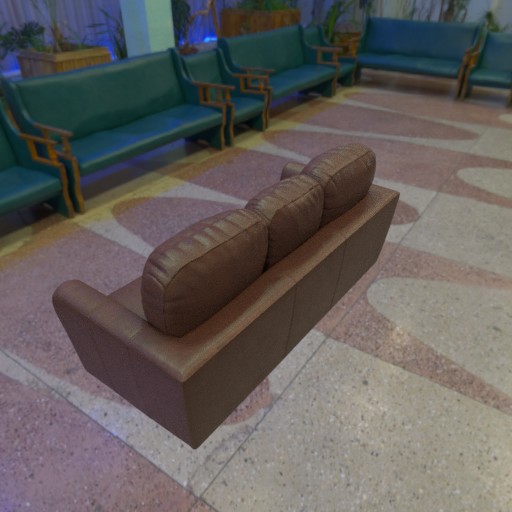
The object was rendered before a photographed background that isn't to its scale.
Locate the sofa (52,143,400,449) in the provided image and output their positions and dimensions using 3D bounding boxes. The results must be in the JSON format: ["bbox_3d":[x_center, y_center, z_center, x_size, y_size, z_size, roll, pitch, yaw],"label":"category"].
[{"bbox_3d":[0.000,0.000,2.354,0.802,0.915,1.862,23,40,30],"label":"sofa"}]
